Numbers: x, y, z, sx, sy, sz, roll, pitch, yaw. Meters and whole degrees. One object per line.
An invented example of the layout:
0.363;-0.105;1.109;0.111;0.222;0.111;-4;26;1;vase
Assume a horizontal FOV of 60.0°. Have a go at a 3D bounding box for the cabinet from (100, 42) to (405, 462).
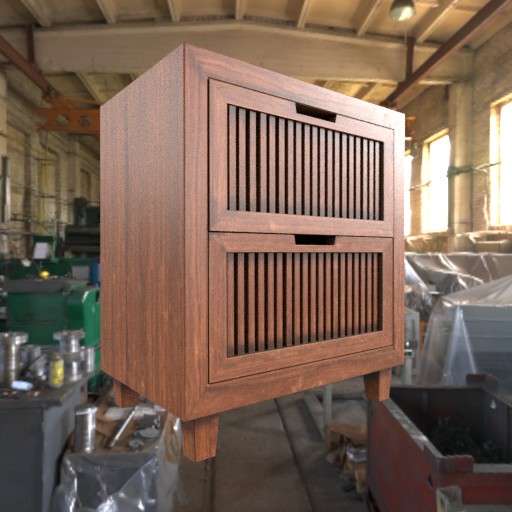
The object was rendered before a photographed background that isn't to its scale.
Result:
0.000;0.000;1.060;0.607;0.695;0.410;0;1;-38;cabinet
